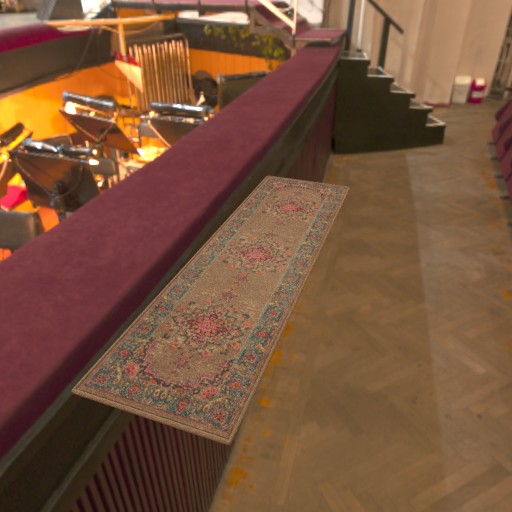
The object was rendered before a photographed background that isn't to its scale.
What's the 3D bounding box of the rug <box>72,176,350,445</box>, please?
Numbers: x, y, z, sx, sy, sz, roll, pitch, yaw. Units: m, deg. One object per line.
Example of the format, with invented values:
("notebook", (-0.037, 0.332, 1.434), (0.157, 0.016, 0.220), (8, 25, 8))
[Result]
("rug", (0.000, 0.000, 2.497), (0.659, 0.019, 2.297), (11, 34, 17))
